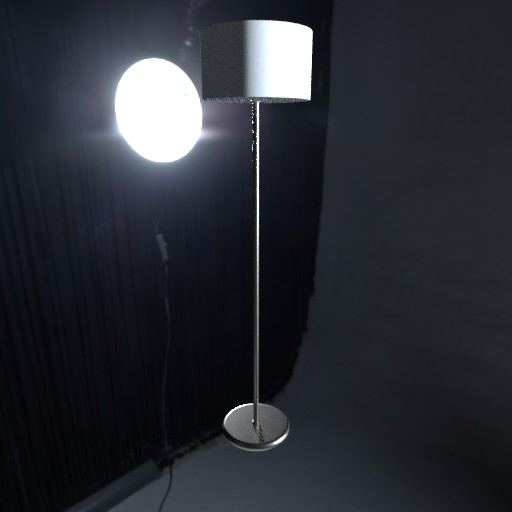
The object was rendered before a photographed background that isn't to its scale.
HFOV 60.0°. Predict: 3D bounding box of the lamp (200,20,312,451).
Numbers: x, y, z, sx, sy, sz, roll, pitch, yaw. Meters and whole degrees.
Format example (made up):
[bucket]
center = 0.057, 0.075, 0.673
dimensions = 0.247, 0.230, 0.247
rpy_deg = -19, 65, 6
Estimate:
[lamp]
center = 0.000, 0.000, 1.579
dimensions = 0.347, 1.443, 0.347
rpy_deg = 15, 22, 42
